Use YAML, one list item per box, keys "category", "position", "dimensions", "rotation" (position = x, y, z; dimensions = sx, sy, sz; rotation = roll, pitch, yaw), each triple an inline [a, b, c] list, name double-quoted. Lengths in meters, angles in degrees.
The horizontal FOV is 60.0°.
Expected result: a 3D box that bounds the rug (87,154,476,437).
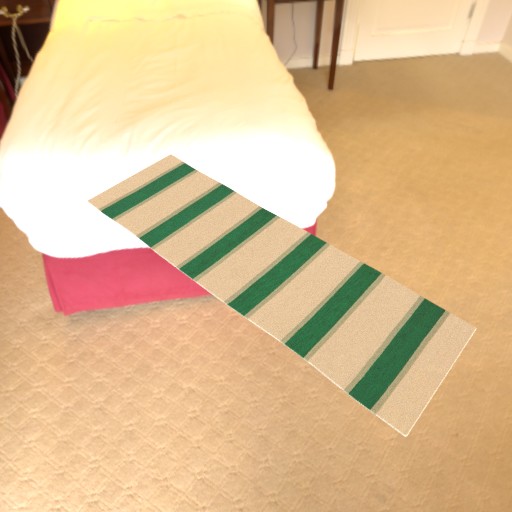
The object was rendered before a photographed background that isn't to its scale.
- category: "rug"
  position: [0.000, 0.000, 2.698]
  dimensions: [2.438, 0.012, 0.768]
  rotation: [33, 55, 27]
